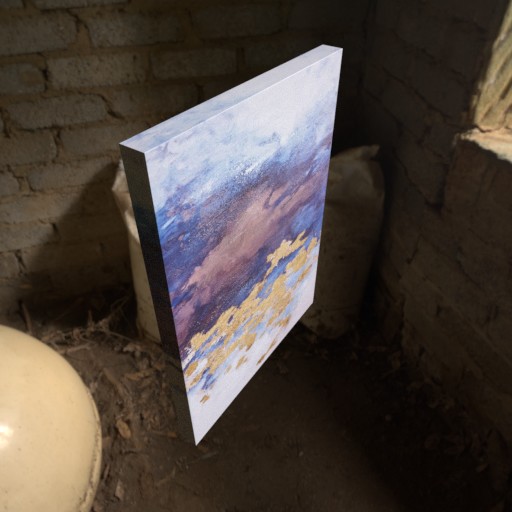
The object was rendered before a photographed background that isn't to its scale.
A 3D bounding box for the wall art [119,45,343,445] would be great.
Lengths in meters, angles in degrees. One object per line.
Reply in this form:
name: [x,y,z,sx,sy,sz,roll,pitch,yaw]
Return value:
wall art: [0.000,0.000,0.763,0.036,0.581,0.437,24,45,26]
